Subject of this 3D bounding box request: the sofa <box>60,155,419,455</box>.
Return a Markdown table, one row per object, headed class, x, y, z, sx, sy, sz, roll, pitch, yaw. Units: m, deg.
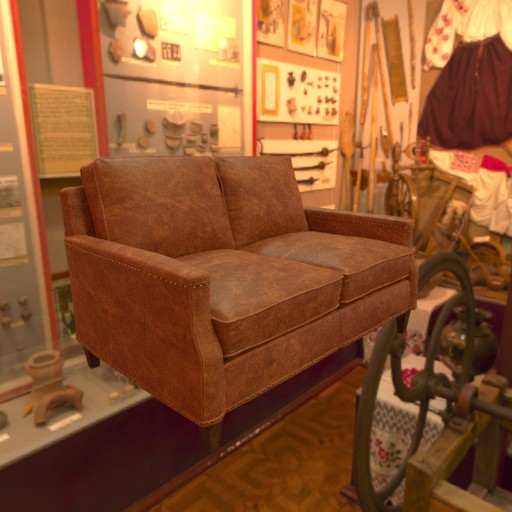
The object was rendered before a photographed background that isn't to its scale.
| class | x | y | z | sx | sy | sz | roll | pitch | yaw |
| --- | --- | --- | --- | --- | --- | --- | --- | --- | --- |
| sofa | 0.000 | 0.000 | 2.271 | 1.084 | 1.003 | 1.597 | 13 | 19 | 43 |
